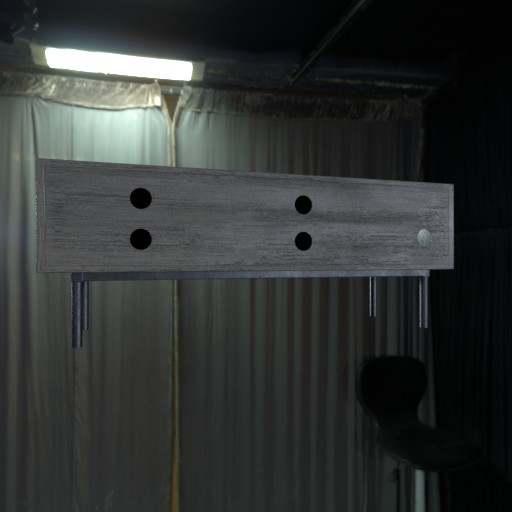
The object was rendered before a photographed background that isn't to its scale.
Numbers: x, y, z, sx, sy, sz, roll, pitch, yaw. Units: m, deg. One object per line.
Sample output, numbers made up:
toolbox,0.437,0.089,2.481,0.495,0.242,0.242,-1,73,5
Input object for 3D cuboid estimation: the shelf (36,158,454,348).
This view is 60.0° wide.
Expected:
shelf,0.000,0.000,1.514,1.300,0.495,0.400,0,0,-18
